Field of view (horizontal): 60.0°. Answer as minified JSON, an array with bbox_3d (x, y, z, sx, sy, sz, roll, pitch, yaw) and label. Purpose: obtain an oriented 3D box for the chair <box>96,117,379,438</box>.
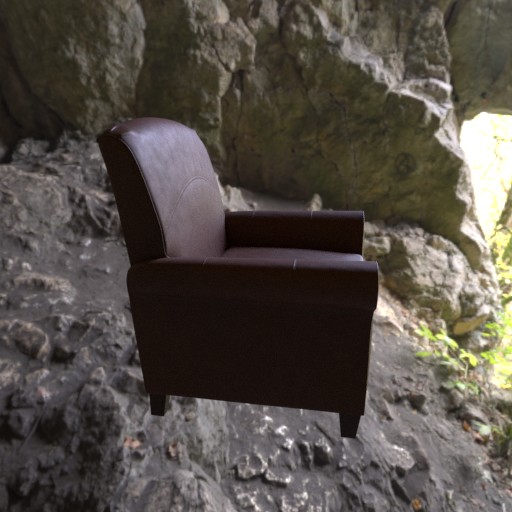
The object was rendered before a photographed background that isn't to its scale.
[{"bbox_3d":[0.000,0.000,1.774,0.902,1.061,0.978,3,16,10],"label":"chair"}]
